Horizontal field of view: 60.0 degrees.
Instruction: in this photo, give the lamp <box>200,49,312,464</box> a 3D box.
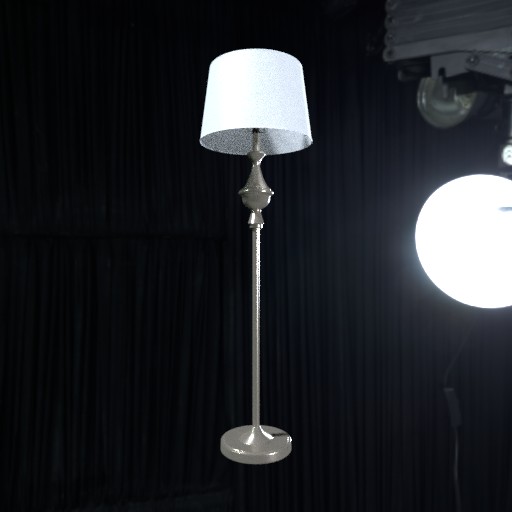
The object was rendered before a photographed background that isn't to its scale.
[{"bbox_3d":[0.000,0.000,1.714,0.431,1.488,0.431,0,1,0],"label":"lamp"}]
